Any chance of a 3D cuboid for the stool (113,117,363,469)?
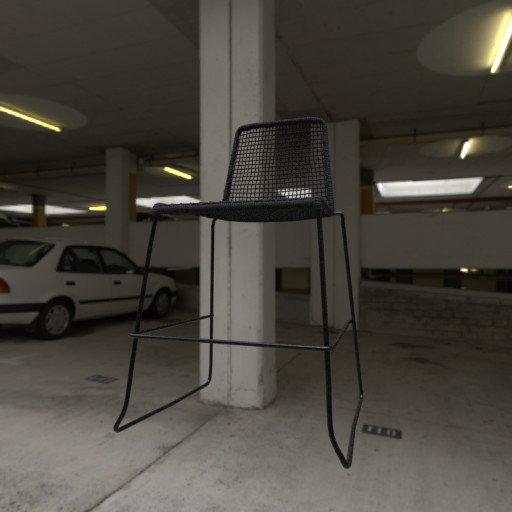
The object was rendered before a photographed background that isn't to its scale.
[{"bbox_3d":[0.000,0.000,1.252,0.590,0.905,0.509,0,-1,20],"label":"stool"}]
